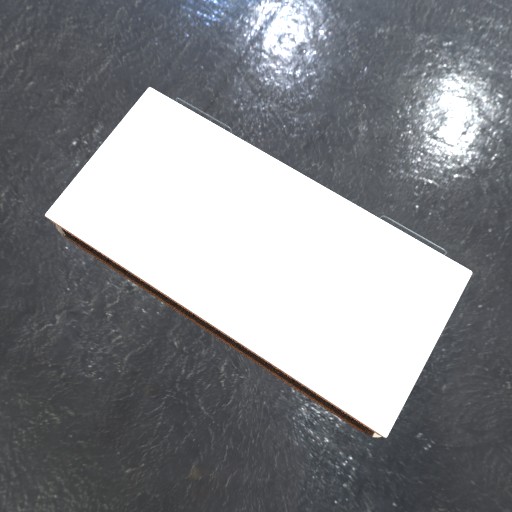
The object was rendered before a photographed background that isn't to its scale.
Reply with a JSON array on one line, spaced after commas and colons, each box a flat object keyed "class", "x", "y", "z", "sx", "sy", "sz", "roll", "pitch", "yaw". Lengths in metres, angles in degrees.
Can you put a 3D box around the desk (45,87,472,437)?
[{"class": "desk", "x": 0.000, "y": 0.000, "z": 2.288, "sx": 1.900, "sy": 0.455, "sz": 0.900, "roll": 32, "pitch": 77, "yaw": 8}]
